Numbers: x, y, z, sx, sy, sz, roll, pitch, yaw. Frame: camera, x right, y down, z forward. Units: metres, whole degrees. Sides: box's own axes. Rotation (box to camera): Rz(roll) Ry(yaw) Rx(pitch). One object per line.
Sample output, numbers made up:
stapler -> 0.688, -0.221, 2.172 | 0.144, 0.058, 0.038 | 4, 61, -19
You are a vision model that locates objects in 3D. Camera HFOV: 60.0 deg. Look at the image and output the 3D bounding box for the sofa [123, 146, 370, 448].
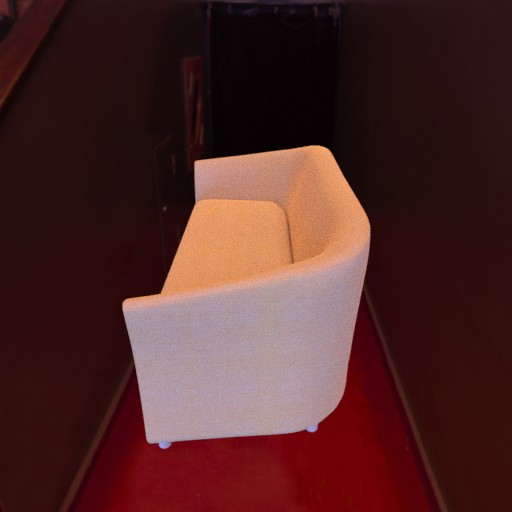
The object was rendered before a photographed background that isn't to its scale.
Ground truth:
sofa -> 0.000, 0.000, 1.895 | 0.705, 0.721, 1.452 | 0, 27, 1
